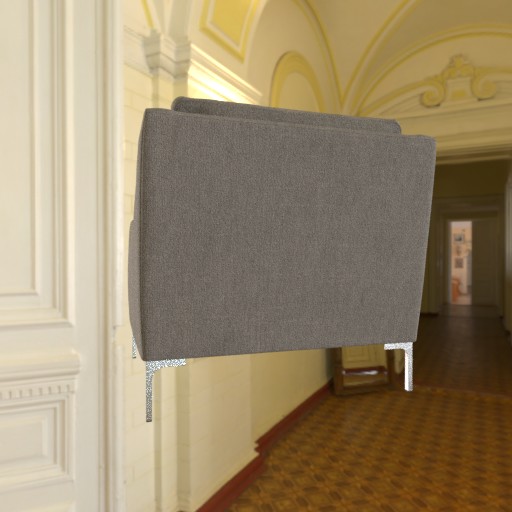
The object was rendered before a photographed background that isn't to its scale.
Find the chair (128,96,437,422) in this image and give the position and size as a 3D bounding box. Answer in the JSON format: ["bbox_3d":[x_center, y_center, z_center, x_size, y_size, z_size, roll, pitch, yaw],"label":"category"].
[{"bbox_3d":[0.000,0.000,1.538,0.847,0.828,0.849,0,0,-18],"label":"chair"}]
